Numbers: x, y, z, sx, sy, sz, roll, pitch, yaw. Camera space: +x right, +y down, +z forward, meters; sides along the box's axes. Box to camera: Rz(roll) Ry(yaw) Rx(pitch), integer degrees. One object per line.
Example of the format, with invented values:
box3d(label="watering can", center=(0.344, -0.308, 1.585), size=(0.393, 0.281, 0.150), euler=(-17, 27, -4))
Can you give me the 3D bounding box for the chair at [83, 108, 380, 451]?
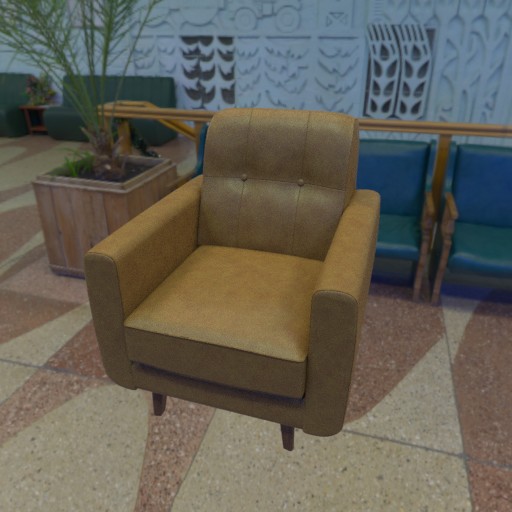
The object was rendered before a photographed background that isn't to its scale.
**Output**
box3d(label="chair", center=(0.000, 0.000, 1.669), size=(0.845, 0.968, 0.942), euler=(8, 28, 16))
